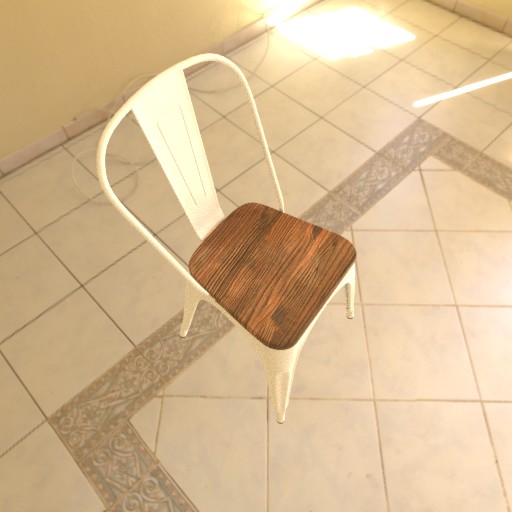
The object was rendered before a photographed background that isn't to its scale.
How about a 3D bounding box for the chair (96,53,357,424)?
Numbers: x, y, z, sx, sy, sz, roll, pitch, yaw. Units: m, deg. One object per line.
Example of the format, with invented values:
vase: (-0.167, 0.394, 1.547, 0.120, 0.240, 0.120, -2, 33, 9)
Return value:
chair: (0.000, 0.000, 1.166, 0.521, 0.851, 0.452, 31, 62, 19)
